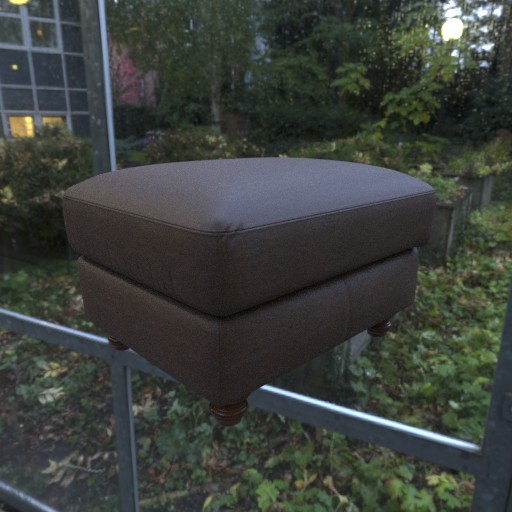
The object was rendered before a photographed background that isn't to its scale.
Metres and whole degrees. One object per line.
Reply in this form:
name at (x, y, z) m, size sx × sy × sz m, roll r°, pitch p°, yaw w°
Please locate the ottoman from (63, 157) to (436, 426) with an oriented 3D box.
ottoman at (0.000, 0.000, 1.192) m, size 0.787 × 0.508 × 0.635 m, roll -15°, pitch 22°, yaw -42°
